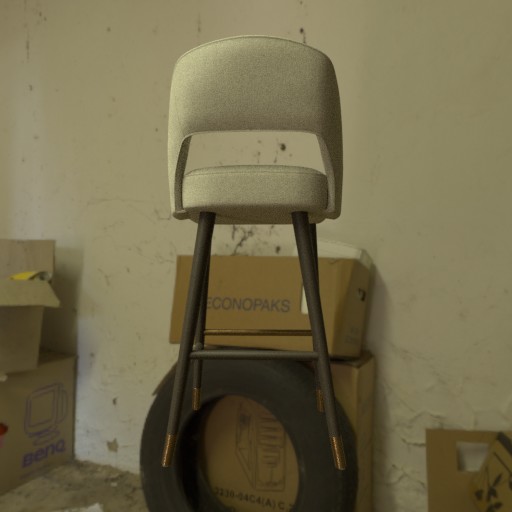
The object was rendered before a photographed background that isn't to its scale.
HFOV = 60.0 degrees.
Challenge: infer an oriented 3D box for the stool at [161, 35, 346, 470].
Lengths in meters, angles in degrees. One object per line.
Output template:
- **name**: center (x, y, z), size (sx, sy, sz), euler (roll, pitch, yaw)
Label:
- **stool**: center (0.000, 0.000, 1.284), size (0.494, 1.037, 0.509), euler (0, -1, 2)
